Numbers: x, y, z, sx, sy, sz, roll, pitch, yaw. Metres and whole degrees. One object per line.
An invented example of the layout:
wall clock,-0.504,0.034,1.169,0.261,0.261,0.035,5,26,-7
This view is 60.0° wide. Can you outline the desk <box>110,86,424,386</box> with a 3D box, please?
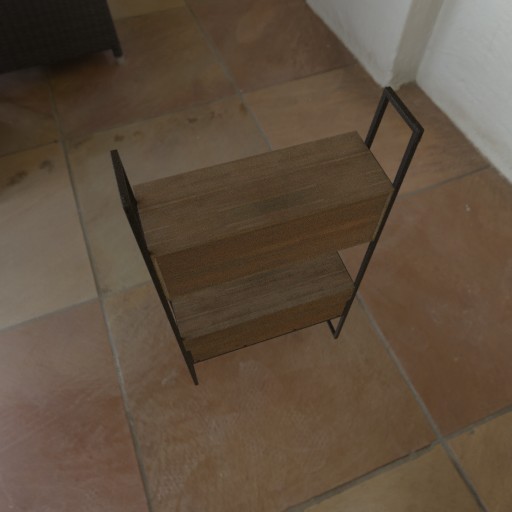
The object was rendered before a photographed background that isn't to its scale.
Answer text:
desk,0.000,0.000,2.241,0.982,1.809,0.515,-16,59,-10
